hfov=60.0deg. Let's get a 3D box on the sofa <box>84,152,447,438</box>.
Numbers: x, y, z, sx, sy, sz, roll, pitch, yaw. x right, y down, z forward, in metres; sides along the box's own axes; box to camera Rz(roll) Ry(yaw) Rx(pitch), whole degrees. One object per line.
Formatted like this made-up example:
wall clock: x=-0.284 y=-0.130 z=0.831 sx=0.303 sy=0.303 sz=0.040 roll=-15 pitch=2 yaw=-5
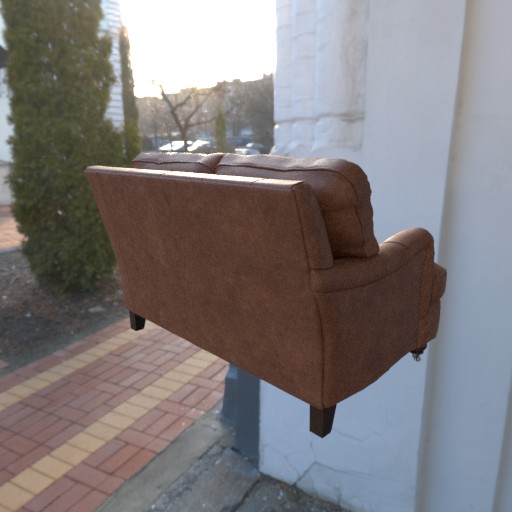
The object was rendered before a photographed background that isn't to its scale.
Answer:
sofa: x=0.000 y=0.000 z=2.209 sx=1.077 sy=1.004 sz=1.527 roll=-13 pitch=19 yaw=-43
